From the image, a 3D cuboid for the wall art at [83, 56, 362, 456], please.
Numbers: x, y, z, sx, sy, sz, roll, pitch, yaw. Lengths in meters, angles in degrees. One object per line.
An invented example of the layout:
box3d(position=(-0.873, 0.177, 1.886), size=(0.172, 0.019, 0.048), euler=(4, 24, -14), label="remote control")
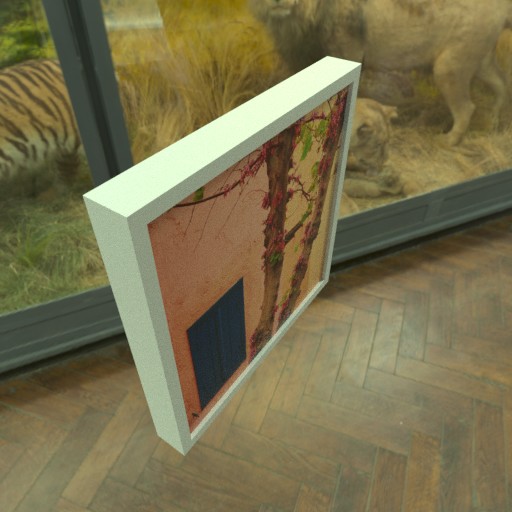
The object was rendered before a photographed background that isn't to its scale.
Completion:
box3d(position=(0.000, 0.000, 0.449), size=(0.038, 0.302, 0.305), euler=(25, 48, 25), label="wall art")
